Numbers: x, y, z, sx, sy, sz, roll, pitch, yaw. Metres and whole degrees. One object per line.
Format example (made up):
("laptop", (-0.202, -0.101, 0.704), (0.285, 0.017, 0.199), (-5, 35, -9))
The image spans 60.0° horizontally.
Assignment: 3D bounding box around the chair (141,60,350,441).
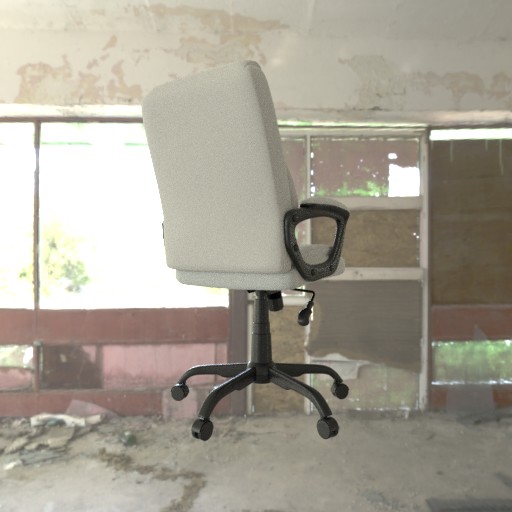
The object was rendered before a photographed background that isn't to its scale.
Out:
("chair", (0.000, 0.000, 1.519), (0.663, 1.065, 0.669), (0, 1, 34))
